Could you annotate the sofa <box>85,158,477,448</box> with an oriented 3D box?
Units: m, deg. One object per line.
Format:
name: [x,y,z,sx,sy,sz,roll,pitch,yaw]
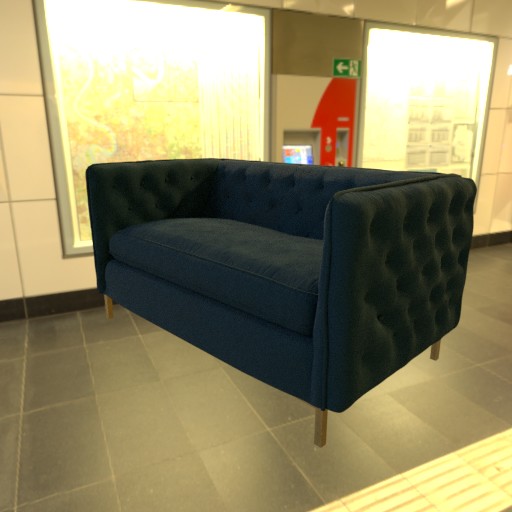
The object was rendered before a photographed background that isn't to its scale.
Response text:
sofa: [0.000,0.000,2.041,0.909,0.810,1.583,-15,22,-43]
